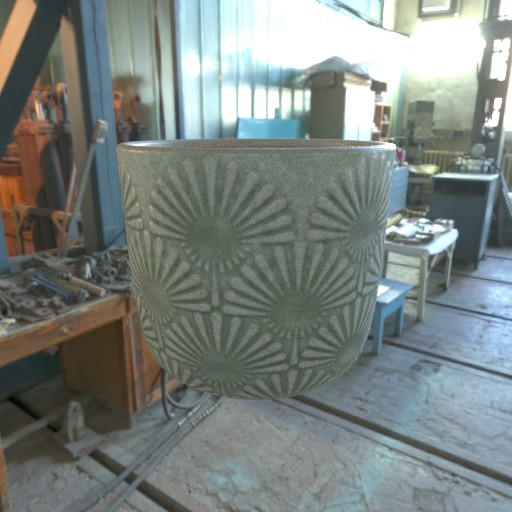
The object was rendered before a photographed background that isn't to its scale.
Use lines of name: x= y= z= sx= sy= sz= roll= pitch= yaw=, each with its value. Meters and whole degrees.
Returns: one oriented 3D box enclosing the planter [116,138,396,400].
planter: x=0.000 y=0.000 z=0.219 sx=0.124 sy=0.109 sz=0.124 roll=0 pitch=16 yaw=0
